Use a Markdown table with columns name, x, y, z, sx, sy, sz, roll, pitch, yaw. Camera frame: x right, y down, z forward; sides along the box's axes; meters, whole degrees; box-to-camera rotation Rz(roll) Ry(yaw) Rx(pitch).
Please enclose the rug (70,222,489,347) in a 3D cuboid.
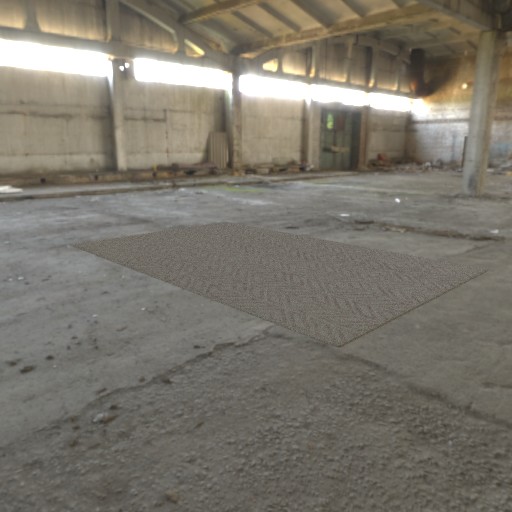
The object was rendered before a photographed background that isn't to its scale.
| name | x | y | z | sx | sy | sz | roll | pitch | yaw |
| --- | --- | --- | --- | --- | --- | --- | --- | --- | --- |
| rug | 0.000 | 0.000 | 2.976 | 1.523 | 0.008 | 2.438 | -13 | 19 | -43 |
